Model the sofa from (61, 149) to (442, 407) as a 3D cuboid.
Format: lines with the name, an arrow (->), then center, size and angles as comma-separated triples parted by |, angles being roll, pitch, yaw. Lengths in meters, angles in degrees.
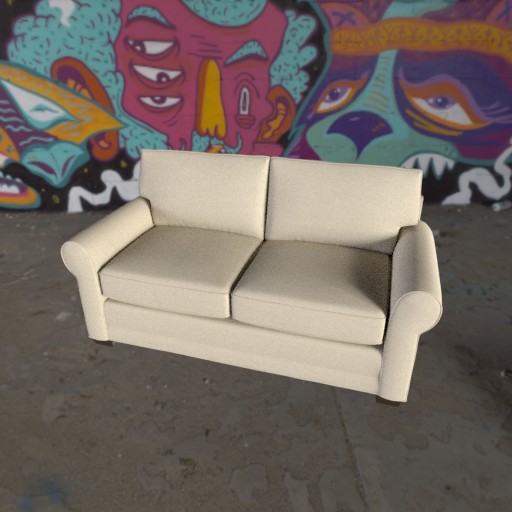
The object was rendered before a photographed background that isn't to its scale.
sofa -> 0.000, 0.000, 2.343 | 1.774, 0.933, 0.861 | 8, 28, 15
